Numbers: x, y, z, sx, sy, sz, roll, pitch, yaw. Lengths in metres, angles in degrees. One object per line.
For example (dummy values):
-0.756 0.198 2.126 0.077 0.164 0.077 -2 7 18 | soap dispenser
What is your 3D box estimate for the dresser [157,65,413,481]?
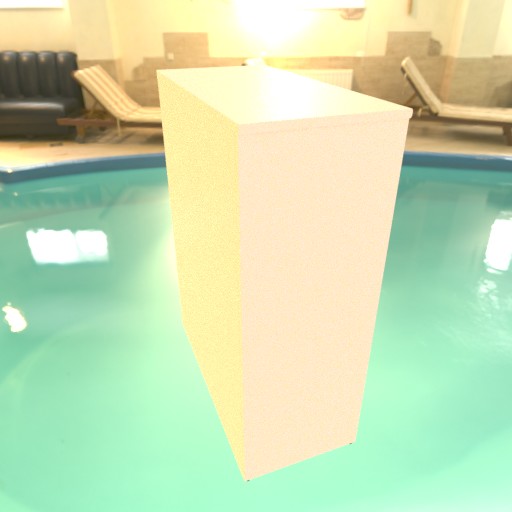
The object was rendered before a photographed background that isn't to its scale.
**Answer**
0.000 0.000 1.428 0.380 1.040 0.800 -11 31 -18 | dresser
